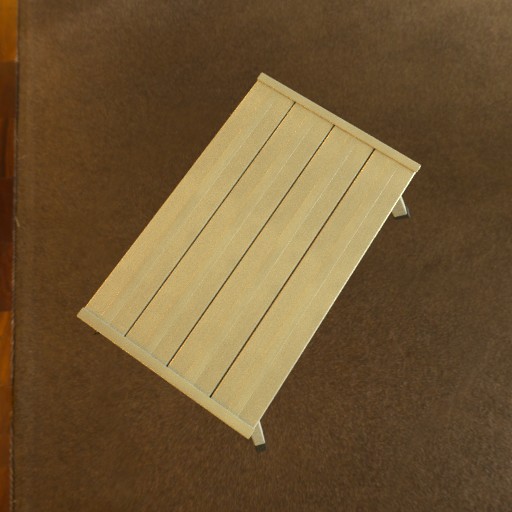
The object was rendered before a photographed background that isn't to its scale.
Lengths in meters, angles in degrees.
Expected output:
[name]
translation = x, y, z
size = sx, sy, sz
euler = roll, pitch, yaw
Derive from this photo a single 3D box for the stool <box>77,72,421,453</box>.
[stool]
translation = 0.000, 0.000, 0.734
size = 0.385, 0.225, 0.535
euler = 33, 79, 8
